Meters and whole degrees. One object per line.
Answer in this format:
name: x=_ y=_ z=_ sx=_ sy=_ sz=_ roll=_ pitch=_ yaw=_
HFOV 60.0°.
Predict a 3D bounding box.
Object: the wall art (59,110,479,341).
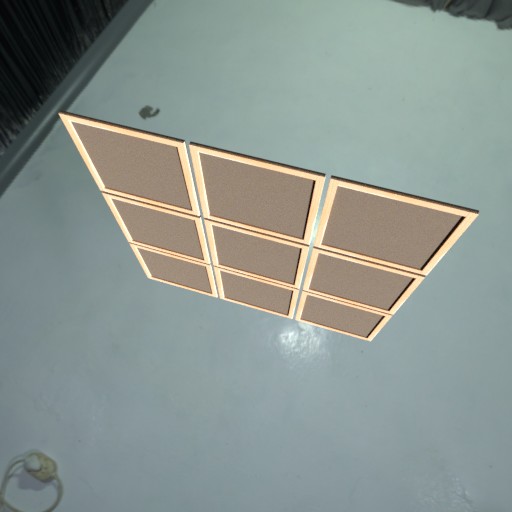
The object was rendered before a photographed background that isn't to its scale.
wall art: x=0.000 y=0.000 z=1.779 sx=1.216 sy=1.218 sz=0.013 roll=15 pitch=65 yaw=7
